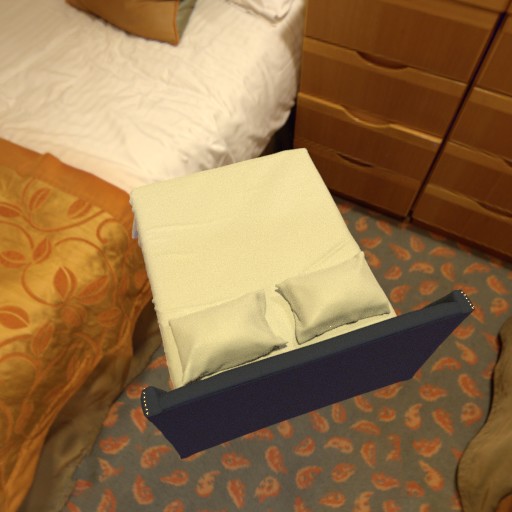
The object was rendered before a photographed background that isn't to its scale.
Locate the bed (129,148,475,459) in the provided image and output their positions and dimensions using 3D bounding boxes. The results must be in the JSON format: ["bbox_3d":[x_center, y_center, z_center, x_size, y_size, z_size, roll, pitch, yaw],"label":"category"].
[{"bbox_3d":[0.000,0.000,3.471,1.925,1.332,2.276,-15,59,-10],"label":"bed"}]
